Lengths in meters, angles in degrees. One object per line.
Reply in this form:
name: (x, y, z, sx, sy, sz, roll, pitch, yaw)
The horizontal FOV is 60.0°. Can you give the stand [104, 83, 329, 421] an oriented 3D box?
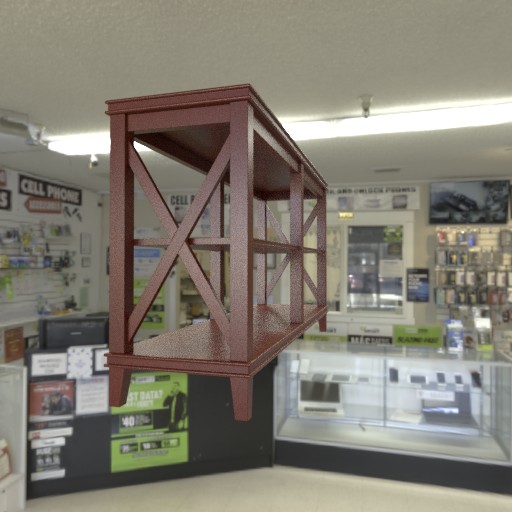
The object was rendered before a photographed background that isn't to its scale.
stand: (0.000, 0.000, 1.703, 0.381, 0.762, 1.372, 0, -1, 17)
